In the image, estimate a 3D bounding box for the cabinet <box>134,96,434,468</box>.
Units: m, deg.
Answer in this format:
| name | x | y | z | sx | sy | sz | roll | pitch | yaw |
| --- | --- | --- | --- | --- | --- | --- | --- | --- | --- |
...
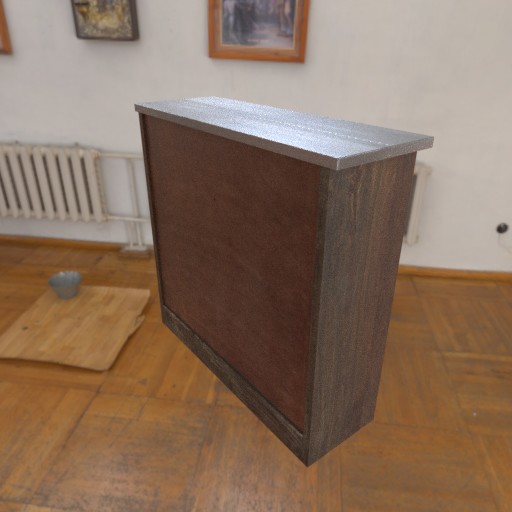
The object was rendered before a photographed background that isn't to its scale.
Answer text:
| name | x | y | z | sx | sy | sz | roll | pitch | yaw |
| --- | --- | --- | --- | --- | --- | --- | --- | --- | --- |
| cabinet | 0.000 | 0.000 | 1.513 | 0.338 | 0.919 | 0.968 | -19 | 32 | -33 |
